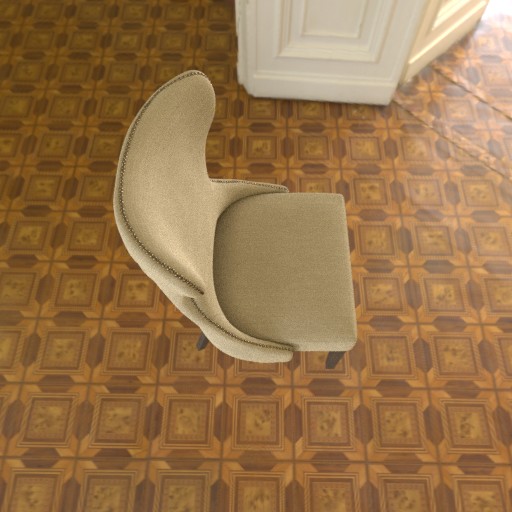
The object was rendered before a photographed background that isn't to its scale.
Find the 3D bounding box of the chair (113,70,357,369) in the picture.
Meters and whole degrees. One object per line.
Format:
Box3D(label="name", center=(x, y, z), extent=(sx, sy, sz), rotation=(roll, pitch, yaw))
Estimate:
Box3D(label="chair", center=(0.000, 0.000, 1.419), extent=(0.635, 0.967, 0.628), rotation=(0, 64, 0))
